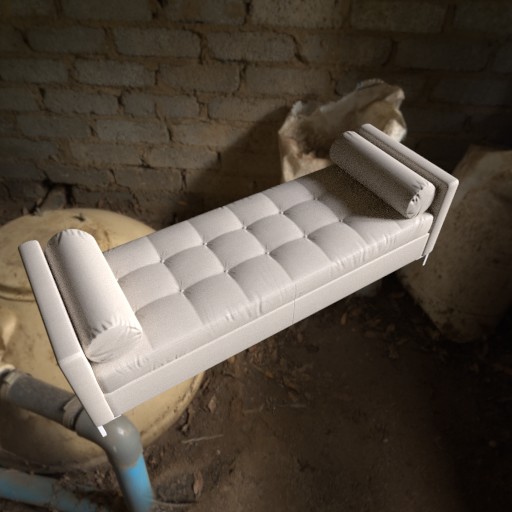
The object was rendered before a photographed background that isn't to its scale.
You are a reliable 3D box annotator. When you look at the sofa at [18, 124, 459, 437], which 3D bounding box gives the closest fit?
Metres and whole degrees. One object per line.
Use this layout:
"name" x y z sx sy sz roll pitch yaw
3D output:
"sofa" 0.000 0.000 2.259 1.981 0.635 0.686 -24 50 -22
